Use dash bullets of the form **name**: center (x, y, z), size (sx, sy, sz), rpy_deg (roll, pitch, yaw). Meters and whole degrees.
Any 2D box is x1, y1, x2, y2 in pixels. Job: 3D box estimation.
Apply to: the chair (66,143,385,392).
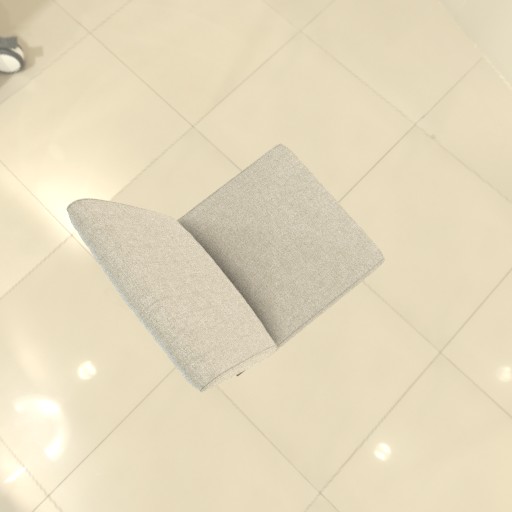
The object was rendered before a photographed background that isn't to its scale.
- **chair**: center (0.000, 0.000, 1.238), size (0.594, 0.900, 0.480), rpy_deg (-38, 79, -9)
